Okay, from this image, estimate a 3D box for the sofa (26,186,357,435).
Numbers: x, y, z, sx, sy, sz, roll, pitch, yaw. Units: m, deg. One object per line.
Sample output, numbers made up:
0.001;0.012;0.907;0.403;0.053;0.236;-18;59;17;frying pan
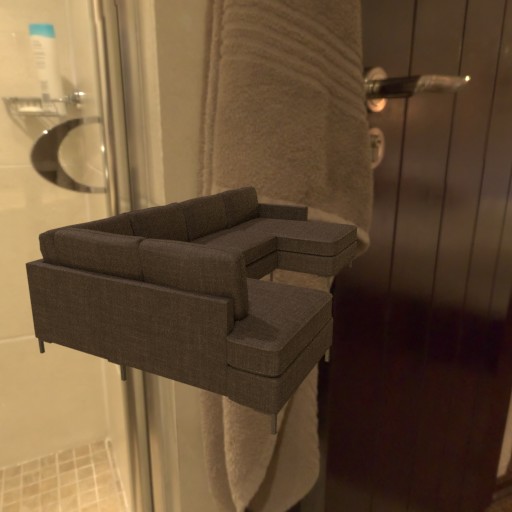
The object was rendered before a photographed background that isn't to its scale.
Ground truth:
0.000;0.000;4.249;2.048;0.999;3.423;8;17;27;sofa
